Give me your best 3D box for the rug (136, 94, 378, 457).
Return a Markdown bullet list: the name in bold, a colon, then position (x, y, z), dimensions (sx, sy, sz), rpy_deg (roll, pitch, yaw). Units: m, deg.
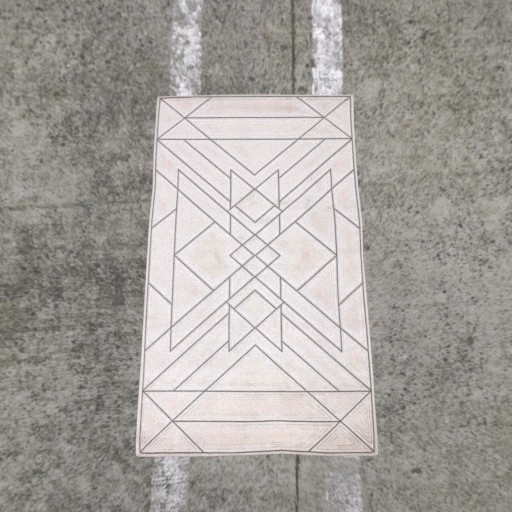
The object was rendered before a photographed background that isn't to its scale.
- **rug**: position (0.000, 0.000, 1.041), dimensions (0.511, 0.008, 0.869), rpy_deg (0, 75, 0)
